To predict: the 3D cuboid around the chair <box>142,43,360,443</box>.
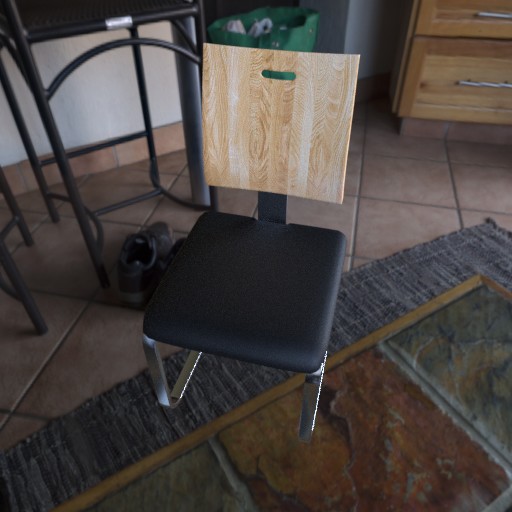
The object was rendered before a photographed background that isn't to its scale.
[{"bbox_3d":[0.000,0.000,1.190,0.462,0.936,0.560,10,41,11],"label":"chair"}]
